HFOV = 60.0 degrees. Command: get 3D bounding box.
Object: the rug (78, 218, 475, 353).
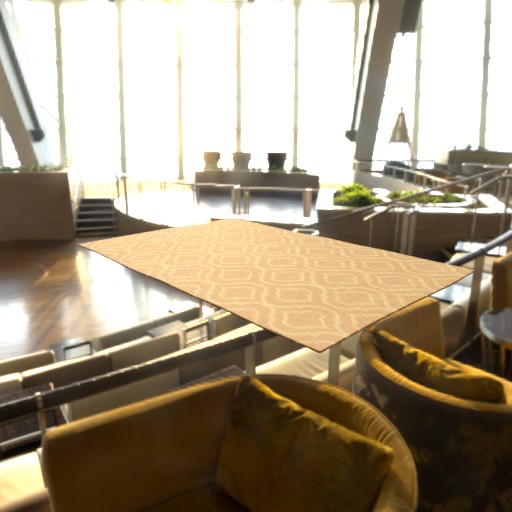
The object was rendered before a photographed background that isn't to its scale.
[{"bbox_3d":[0.000,0.000,2.279,1.152,0.013,1.761,-15,21,-41],"label":"rug"}]
